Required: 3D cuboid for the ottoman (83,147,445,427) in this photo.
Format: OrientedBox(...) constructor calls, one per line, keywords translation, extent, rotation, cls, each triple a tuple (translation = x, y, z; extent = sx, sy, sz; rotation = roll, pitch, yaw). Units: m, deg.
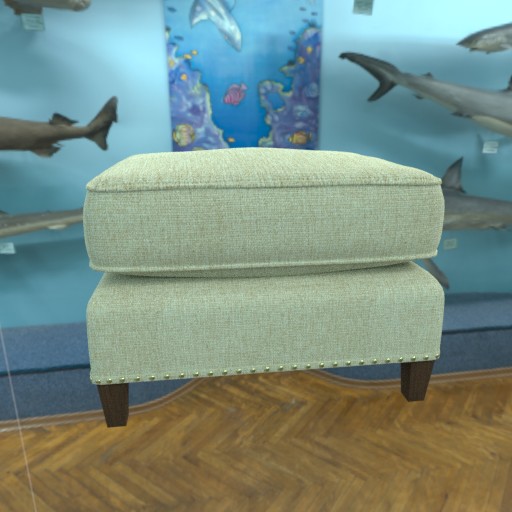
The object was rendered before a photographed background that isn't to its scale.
OrientedBox(translation=(0.000, 0.000, 1.132), extent=(0.738, 0.537, 0.589), rotation=(-2, 18, -7), cls="ottoman")
